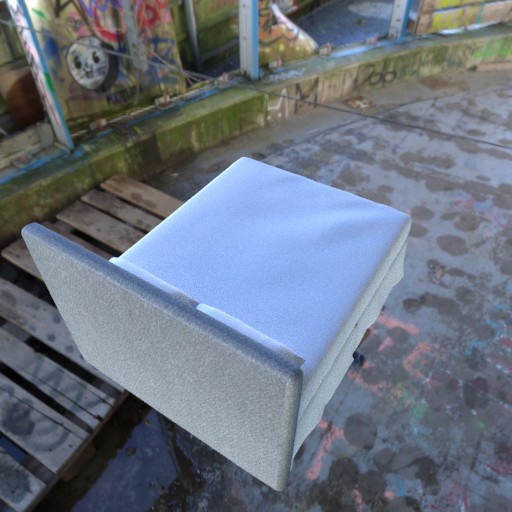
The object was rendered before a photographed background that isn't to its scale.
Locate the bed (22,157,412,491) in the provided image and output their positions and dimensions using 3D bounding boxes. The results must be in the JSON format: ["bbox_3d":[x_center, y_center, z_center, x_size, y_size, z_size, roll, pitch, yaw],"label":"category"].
[{"bbox_3d":[0.000,0.000,3.080,1.723,1.330,2.142,24,50,23],"label":"bed"}]
